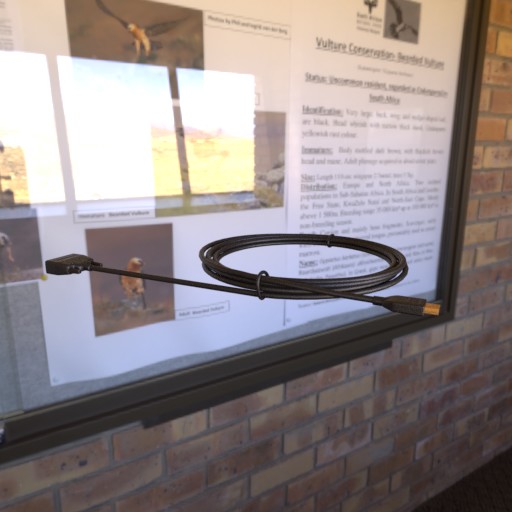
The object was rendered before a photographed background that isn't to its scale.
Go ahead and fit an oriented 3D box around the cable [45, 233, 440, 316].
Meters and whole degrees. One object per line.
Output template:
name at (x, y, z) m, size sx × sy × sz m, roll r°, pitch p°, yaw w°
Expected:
cable at (0.000, 0.000, 0.528) m, size 0.422 × 0.030 × 0.257 m, roll 7°, pitch 15°, yaw 25°
